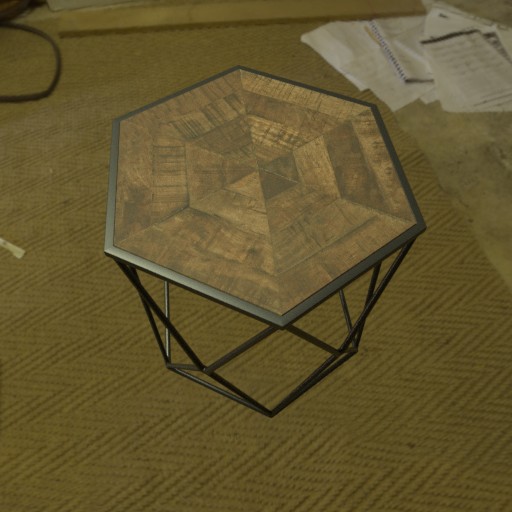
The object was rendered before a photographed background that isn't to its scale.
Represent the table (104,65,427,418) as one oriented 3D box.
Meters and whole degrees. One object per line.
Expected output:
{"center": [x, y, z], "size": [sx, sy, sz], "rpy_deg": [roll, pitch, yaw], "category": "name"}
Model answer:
{"center": [0.000, 0.000, 1.005], "size": [0.578, 0.564, 0.579], "rpy_deg": [-32, 63, -19], "category": "table"}
